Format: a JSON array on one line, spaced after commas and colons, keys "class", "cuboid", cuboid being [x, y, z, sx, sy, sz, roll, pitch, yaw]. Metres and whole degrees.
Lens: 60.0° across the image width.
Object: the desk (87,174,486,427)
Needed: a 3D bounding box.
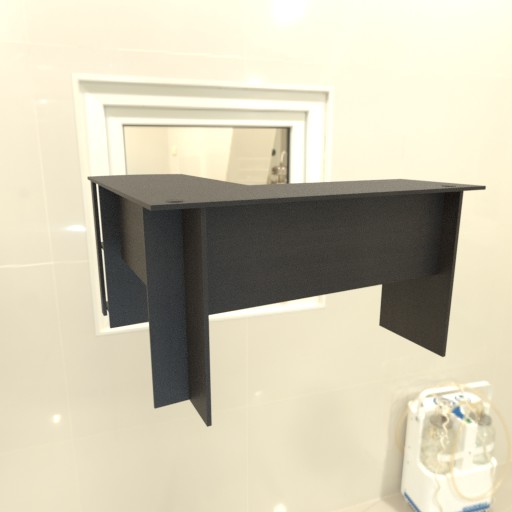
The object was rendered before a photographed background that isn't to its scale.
[{"class": "desk", "cuboid": [0.000, 0.000, 2.101, 1.303, 0.716, 1.361, -7, 15, -26]}]
